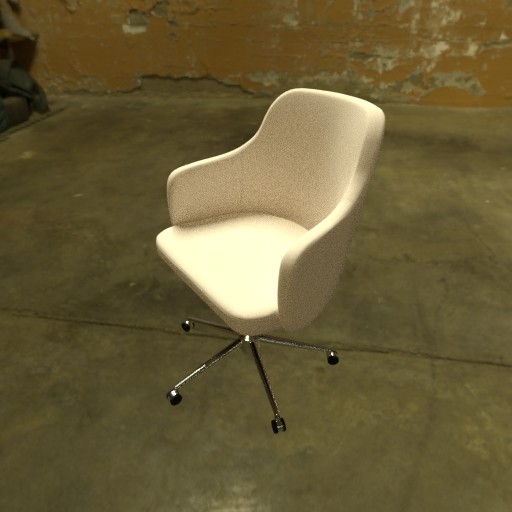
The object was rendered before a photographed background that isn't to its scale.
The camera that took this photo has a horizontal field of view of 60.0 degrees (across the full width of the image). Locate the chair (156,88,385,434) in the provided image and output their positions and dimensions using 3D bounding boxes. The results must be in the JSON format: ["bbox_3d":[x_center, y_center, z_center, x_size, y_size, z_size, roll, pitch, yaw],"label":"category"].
[{"bbox_3d":[0.000,0.000,1.281,0.647,0.819,0.602,-21,38,-29],"label":"chair"}]
